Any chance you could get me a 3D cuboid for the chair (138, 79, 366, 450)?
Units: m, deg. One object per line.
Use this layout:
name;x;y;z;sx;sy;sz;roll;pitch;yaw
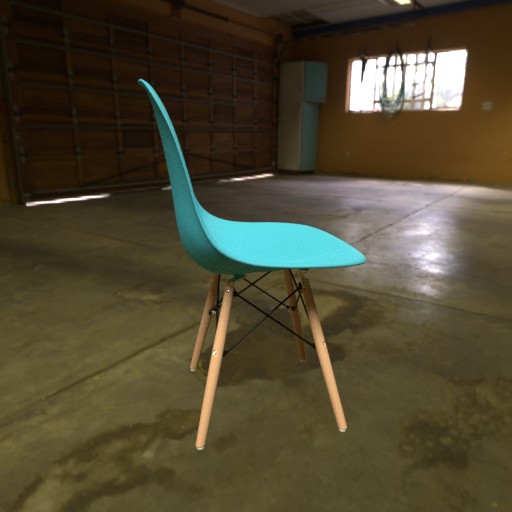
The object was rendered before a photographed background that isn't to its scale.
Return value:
chair;0.000;0.000;1.139;0.531;0.826;0.470;-3;16;-10
